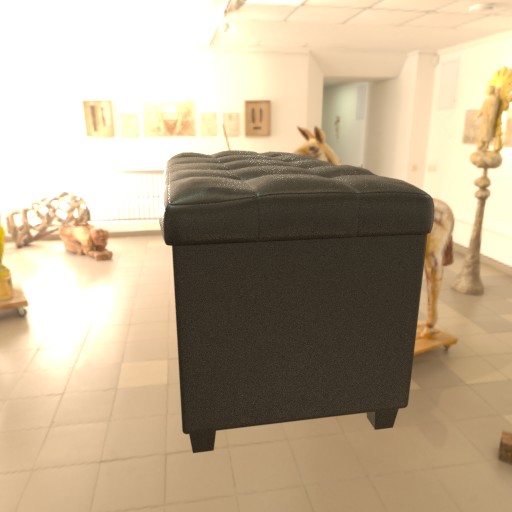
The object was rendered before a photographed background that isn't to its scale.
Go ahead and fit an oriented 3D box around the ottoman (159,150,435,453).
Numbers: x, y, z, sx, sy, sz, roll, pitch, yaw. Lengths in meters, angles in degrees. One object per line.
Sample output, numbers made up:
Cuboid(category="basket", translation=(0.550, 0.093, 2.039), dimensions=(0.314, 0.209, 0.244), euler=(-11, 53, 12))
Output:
Cuboid(category="ottoman", translation=(0.000, 0.000, 1.096), dimensions=(0.432, 0.470, 0.838), euler=(-3, 17, -10))
